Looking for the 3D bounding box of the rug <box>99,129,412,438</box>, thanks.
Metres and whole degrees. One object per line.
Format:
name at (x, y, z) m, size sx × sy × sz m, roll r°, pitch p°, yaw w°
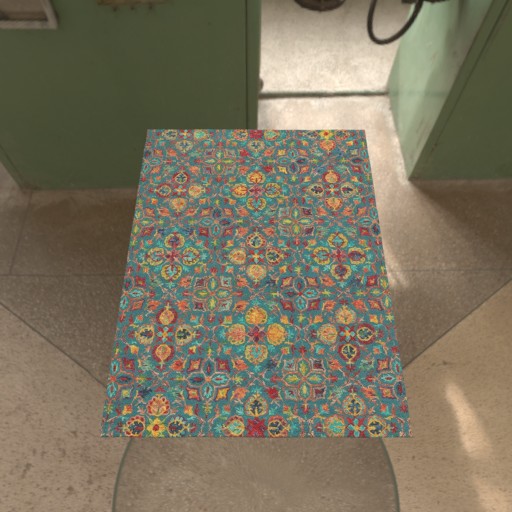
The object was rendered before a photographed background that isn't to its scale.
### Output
rug at (0.000, 0.000, 4.197) m, size 2.434 × 0.025 × 3.204 m, roll 0°, pitch 62°, yaw 0°
